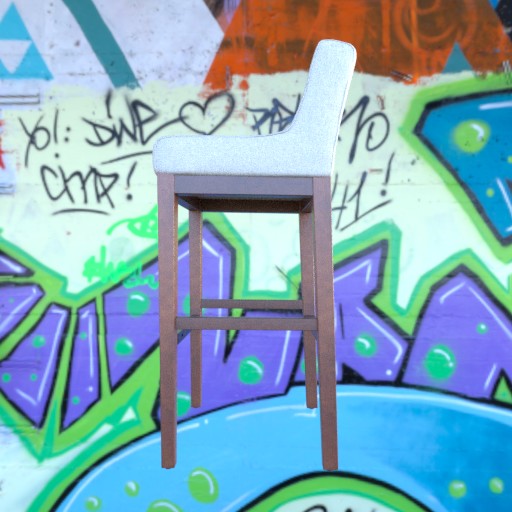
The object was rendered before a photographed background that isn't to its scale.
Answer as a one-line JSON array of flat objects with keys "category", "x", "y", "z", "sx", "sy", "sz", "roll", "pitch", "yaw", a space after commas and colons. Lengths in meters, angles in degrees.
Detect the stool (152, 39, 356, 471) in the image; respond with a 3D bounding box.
[{"category": "stool", "x": 0.000, "y": 0.000, "z": 1.299, "sx": 0.500, "sy": 1.037, "sz": 0.511, "roll": 0, "pitch": 0, "yaw": 1}]
